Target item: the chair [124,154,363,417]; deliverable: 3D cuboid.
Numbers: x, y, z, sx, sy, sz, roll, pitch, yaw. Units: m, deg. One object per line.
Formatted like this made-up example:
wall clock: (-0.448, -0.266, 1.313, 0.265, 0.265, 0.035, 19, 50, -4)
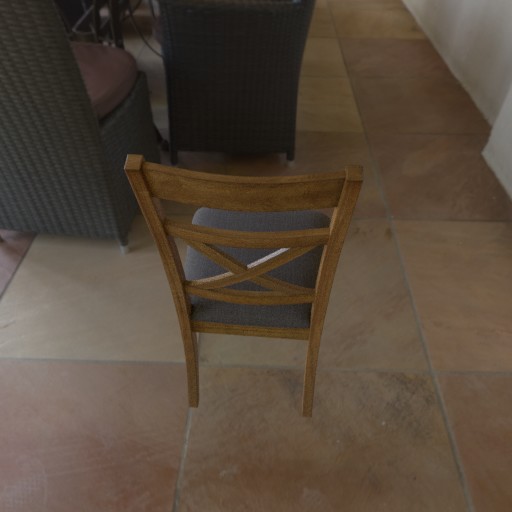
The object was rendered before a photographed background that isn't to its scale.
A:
chair: (0.000, 0.000, 1.273, 0.470, 0.949, 0.581, 4, 45, 4)
